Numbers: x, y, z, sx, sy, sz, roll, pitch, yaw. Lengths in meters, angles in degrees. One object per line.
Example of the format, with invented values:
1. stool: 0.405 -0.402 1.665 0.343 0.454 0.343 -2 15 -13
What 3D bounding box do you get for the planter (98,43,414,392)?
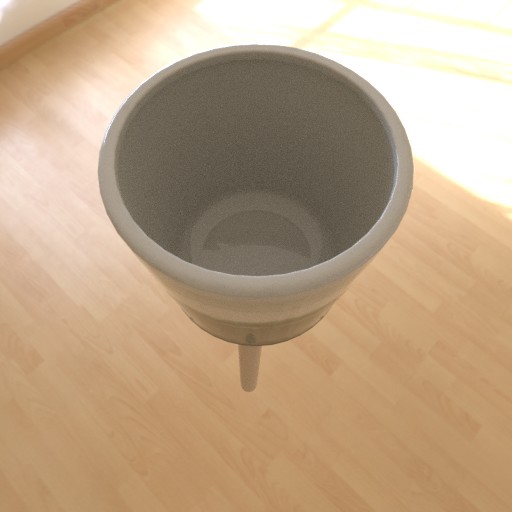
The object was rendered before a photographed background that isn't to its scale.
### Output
1. planter: 0.000 0.000 0.451 0.217 0.331 0.217 16 64 8
